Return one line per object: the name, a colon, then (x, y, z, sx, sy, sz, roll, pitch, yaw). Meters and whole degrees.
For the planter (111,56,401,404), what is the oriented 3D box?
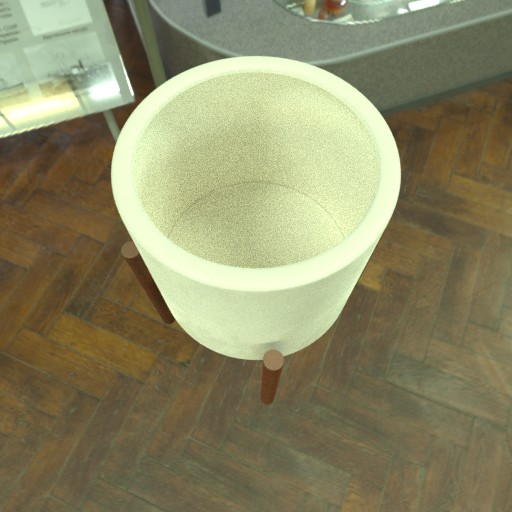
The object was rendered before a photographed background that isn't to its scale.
planter: (0.000, 0.000, 0.503, 0.224, 0.358, 0.224, 35, 69, 16)
